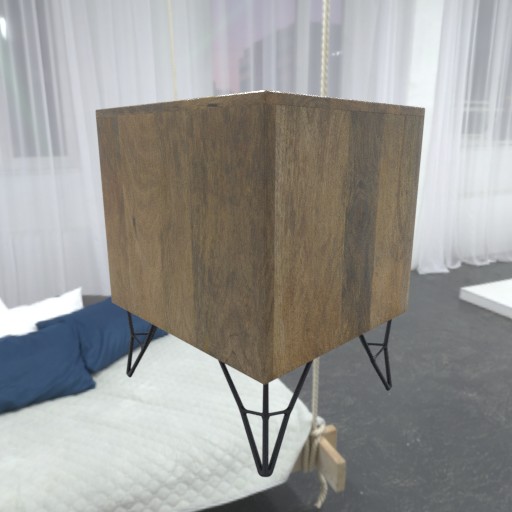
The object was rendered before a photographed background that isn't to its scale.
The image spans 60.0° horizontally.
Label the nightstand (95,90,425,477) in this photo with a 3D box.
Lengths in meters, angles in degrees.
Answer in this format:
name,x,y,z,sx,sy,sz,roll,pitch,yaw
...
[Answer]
name,x,y,z,sx,sy,sz,roll,pitch,yaw
nightstand,0.000,0.000,0.884,0.406,0.559,0.457,-13,20,-42
